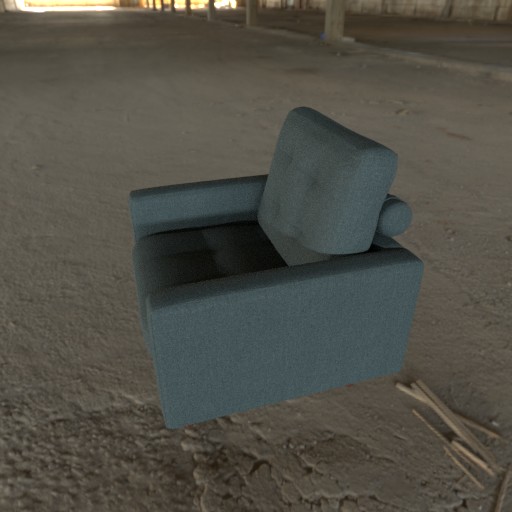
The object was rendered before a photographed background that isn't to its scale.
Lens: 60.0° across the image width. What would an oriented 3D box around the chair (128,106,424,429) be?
[{"bbox_3d":[0.000,0.000,1.560,0.843,0.880,0.821,-9,32,-15],"label":"chair"}]
